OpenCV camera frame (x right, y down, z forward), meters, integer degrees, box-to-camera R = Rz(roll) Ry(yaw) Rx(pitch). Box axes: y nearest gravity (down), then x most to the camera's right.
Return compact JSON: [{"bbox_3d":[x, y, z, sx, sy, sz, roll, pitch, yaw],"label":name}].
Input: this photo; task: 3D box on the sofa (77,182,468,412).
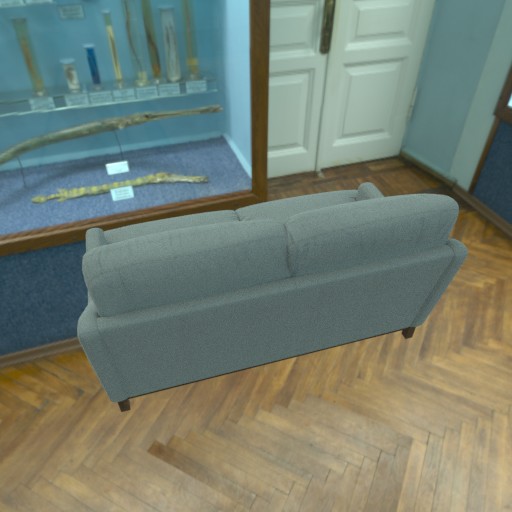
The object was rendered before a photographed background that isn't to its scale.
[{"bbox_3d":[0.000,0.000,2.173,1.589,0.921,0.987,-11,42,-12],"label":"sofa"}]
